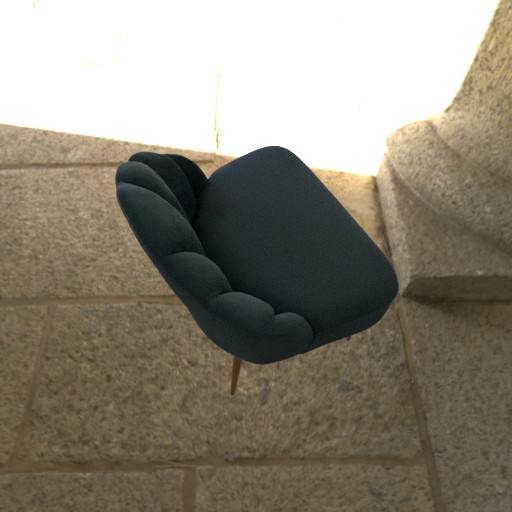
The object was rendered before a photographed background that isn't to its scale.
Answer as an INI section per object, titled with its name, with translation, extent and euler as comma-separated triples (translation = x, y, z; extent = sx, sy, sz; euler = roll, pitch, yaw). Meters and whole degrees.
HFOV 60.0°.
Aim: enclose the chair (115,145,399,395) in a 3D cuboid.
[chair]
translation = 0.000, 0.000, 1.289
extent = 0.599, 0.819, 0.657
euler = -26, 62, -15
